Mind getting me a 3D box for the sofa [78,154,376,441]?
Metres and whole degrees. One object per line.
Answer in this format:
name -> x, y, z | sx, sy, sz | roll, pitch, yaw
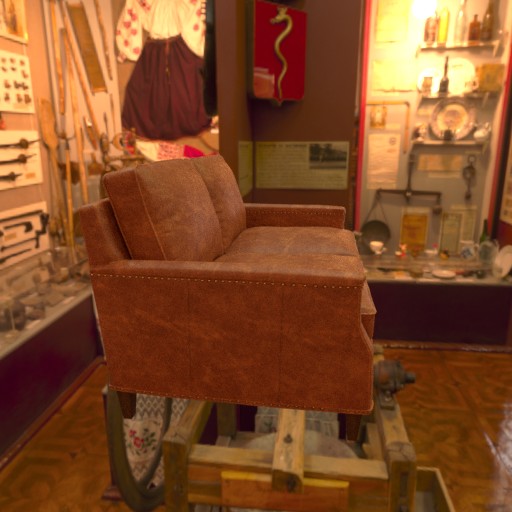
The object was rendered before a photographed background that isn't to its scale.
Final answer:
sofa -> 0.000, 0.000, 2.298 | 1.084, 1.003, 1.597 | 2, 15, 8
